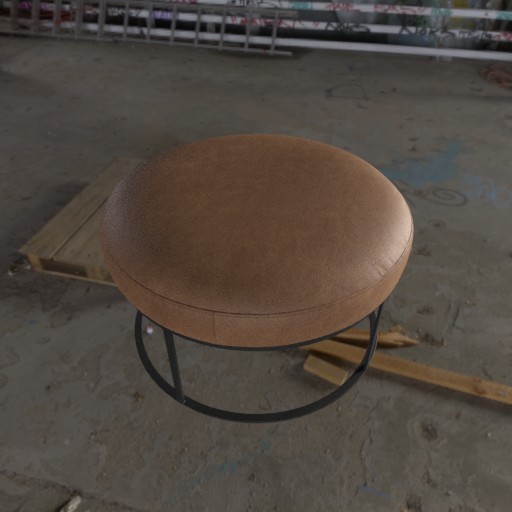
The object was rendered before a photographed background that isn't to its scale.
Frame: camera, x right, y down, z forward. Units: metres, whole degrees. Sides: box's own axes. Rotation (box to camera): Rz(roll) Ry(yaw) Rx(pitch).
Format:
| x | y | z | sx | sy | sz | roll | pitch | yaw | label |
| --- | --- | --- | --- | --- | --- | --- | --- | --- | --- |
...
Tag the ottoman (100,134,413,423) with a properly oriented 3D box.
| x | y | z | sx | sy | sz | roll | pitch | yaw | label |
| --- | --- | --- | --- | --- | --- | --- | --- | --- | --- |
| 0.000 | 0.000 | 1.227 | 0.771 | 0.460 | 0.771 | 0 | 40 | 0 | ottoman |
